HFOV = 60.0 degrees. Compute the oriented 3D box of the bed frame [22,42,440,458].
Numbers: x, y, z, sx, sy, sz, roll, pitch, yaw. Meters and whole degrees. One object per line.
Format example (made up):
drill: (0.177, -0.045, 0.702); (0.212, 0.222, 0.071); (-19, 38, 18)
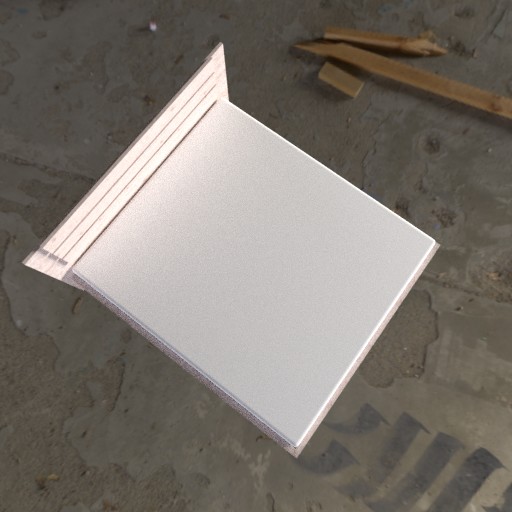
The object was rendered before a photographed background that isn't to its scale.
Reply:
bed frame: (0.000, 0.000, 3.173); (2.080, 0.970, 1.950); (36, 79, 8)
